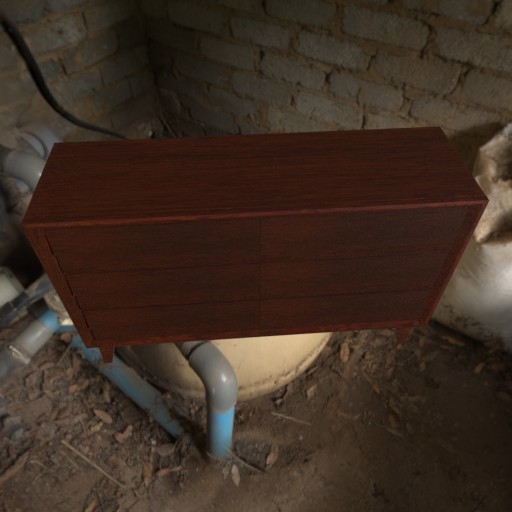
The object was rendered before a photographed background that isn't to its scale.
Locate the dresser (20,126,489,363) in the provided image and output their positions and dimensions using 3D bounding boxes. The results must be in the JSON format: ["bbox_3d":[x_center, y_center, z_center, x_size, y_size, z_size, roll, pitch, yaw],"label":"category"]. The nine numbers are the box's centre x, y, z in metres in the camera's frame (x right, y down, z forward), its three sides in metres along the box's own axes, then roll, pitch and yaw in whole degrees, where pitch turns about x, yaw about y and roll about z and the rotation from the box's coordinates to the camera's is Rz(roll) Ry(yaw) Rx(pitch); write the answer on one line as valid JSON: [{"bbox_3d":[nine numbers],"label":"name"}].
[{"bbox_3d":[0.000,0.000,2.039,1.609,0.971,0.499,-3,47,-3],"label":"dresser"}]
